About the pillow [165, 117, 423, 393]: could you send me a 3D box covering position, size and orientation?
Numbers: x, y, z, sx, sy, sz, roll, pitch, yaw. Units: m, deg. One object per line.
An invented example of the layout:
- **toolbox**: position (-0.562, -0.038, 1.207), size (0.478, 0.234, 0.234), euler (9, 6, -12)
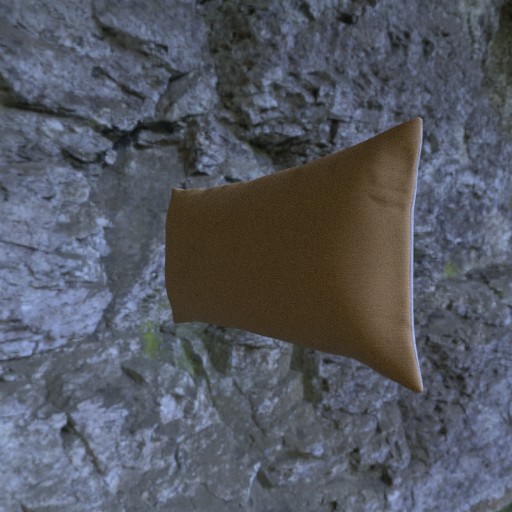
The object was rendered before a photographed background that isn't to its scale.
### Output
- **pillow**: position (0.000, 0.000, 0.714), size (0.151, 0.291, 0.608), euler (0, 0, -36)
